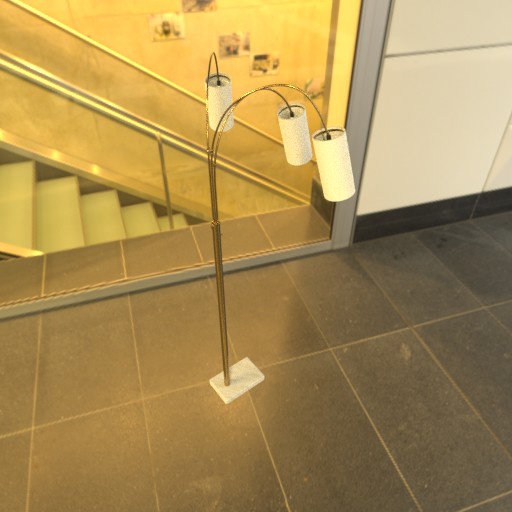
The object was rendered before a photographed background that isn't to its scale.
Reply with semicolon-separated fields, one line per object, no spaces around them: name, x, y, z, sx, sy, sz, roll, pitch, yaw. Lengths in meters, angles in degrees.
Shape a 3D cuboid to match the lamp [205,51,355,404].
lamp;0.000;0.000;2.479;0.667;2.055;1.020;-26;46;-28
